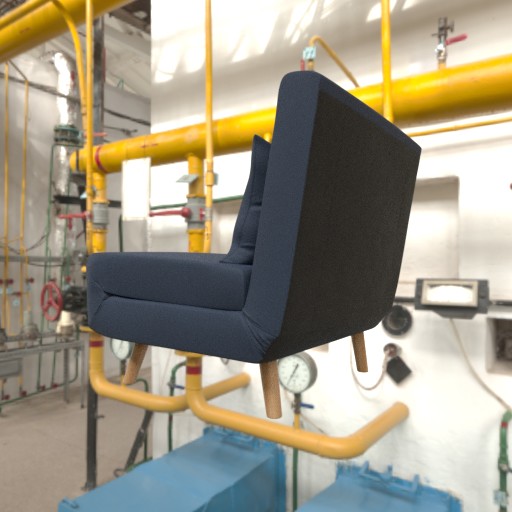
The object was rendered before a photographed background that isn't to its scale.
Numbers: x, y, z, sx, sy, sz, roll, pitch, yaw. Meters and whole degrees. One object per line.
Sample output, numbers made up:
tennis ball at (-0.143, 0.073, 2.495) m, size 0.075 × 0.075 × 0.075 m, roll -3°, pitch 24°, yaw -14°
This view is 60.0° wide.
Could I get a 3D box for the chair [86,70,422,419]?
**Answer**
chair at (0.000, 0.000, 1.485) m, size 0.900 × 0.808 × 0.770 m, roll -1°, pitch -1°, yaw 36°
